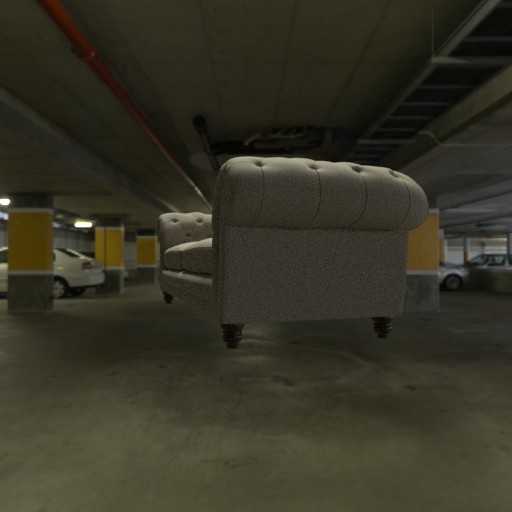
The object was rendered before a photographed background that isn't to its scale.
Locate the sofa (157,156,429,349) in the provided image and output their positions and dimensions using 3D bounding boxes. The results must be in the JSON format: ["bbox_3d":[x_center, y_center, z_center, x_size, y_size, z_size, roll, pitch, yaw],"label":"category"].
[{"bbox_3d":[0.000,0.000,2.789,0.991,0.749,2.411,0,-1,-19],"label":"sofa"}]
